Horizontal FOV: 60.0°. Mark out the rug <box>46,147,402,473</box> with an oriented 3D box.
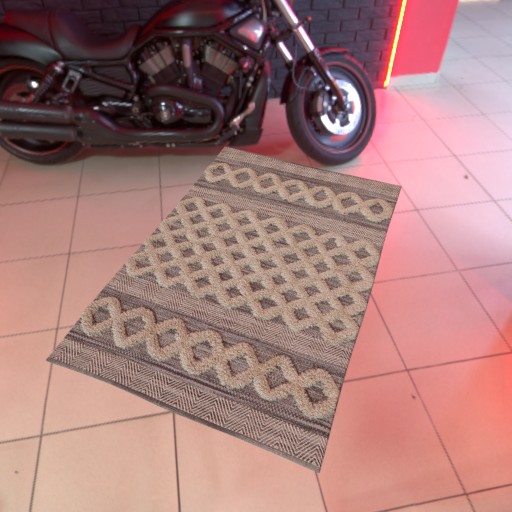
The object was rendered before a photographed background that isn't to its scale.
[{"bbox_3d":[0.000,0.000,2.321,1.222,0.030,1.823,16,48,15],"label":"rug"}]
